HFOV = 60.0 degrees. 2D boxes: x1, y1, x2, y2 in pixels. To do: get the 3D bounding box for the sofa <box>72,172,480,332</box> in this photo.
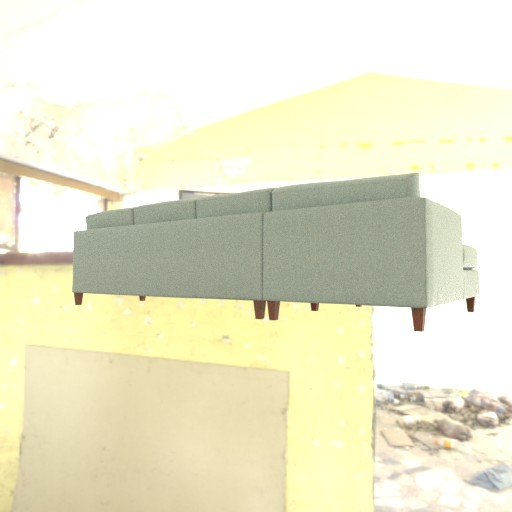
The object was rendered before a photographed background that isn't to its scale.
[{"bbox_3d":[0.000,0.000,4.063,3.470,0.953,1.600,-1,-3,36],"label":"sofa"}]
